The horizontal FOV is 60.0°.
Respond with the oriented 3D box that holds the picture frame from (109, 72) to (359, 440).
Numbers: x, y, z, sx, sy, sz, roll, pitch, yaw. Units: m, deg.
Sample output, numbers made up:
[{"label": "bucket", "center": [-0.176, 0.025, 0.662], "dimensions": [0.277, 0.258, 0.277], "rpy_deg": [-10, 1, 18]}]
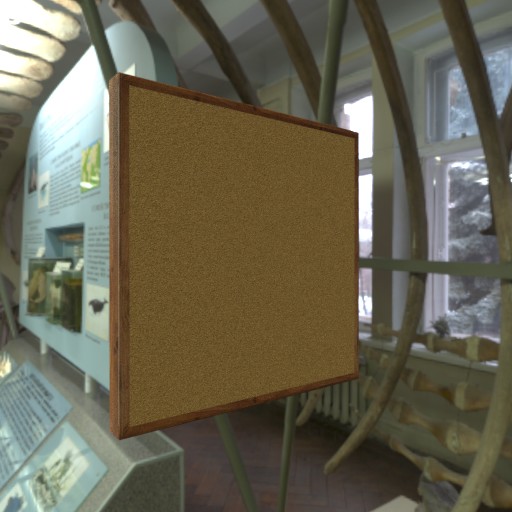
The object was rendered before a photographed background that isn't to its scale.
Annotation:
[{"label": "picture frame", "center": [0.000, 0.000, 0.544], "dimensions": [0.352, 0.356, 0.028], "rpy_deg": [0, 0, -37]}]
